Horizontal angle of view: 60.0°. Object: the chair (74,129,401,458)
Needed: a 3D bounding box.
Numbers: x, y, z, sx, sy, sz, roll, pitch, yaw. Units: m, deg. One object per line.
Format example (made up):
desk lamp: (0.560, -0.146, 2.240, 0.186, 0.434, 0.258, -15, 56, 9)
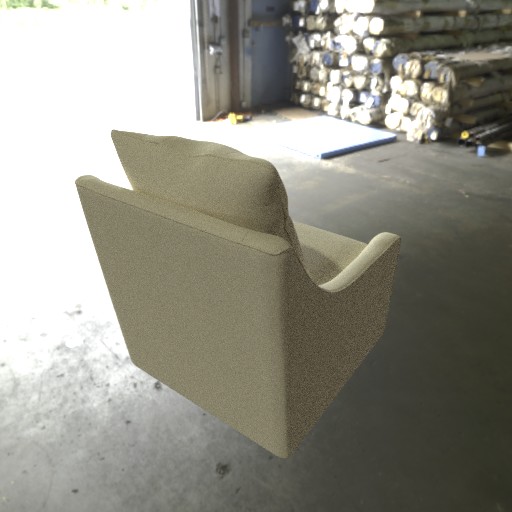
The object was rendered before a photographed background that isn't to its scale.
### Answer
chair: (0.000, 0.000, 1.591, 0.756, 0.965, 0.876, 20, 36, 31)
